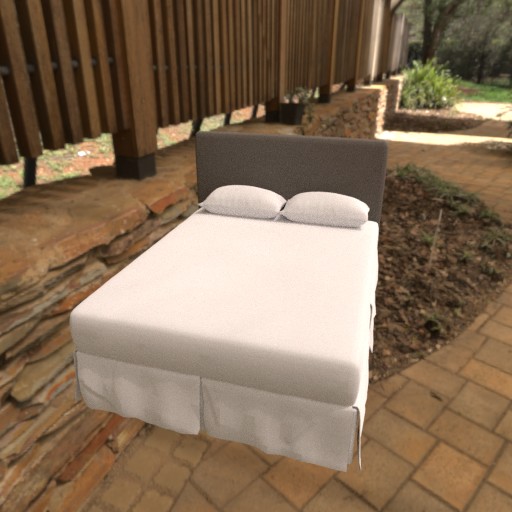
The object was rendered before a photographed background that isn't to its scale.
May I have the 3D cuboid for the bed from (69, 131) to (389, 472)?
[{"bbox_3d":[0.000,0.000,3.099,1.723,1.330,2.142,7,26,15],"label":"bed"}]
